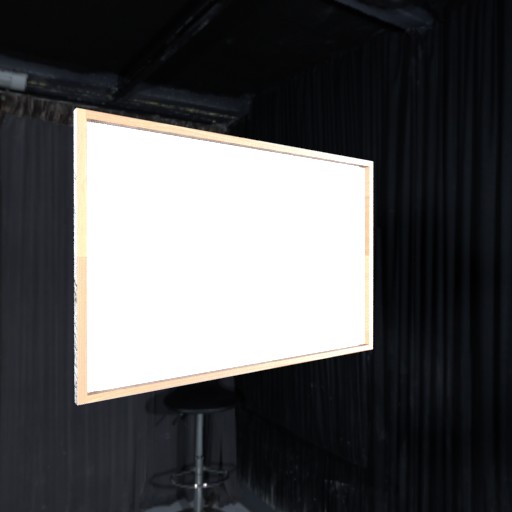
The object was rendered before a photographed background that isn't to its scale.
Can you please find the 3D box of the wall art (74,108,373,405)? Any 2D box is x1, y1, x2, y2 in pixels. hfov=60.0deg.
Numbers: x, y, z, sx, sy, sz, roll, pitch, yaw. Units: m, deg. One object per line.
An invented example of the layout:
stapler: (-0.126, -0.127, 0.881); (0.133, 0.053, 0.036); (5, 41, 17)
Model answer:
wall art: (0.000, 0.000, 1.178); (0.914, 0.607, 0.023); (0, 0, -35)
